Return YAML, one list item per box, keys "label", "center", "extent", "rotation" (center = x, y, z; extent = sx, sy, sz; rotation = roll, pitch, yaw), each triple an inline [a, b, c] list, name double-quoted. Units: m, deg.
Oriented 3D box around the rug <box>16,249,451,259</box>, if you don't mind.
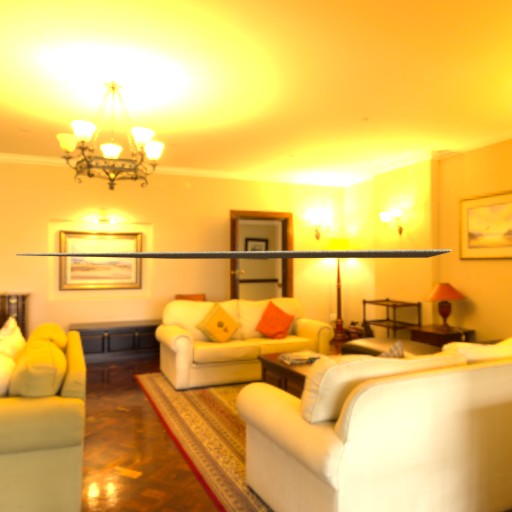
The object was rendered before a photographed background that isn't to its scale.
- label: "rug"
  center: [0.000, 0.000, 4.041]
  extent: [3.050, 0.016, 2.441]
  rotation: [0, -1, 18]
